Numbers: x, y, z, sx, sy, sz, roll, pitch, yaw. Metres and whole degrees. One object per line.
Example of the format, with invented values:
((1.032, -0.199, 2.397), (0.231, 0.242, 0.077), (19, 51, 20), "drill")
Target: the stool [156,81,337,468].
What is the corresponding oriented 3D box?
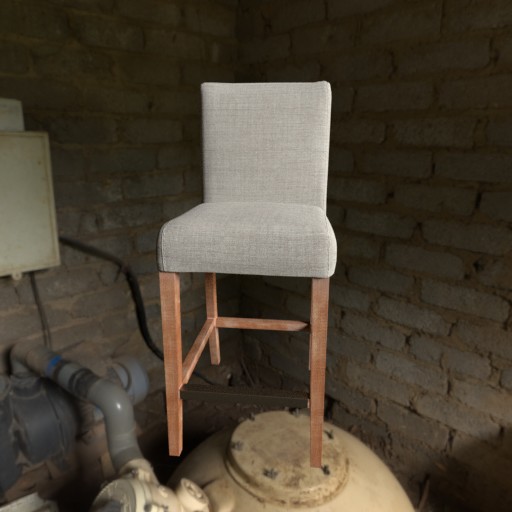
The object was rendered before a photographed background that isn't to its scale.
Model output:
((0.000, 0.000, 1.347), (0.454, 1.039, 0.567), (2, 16, 7), "stool")
